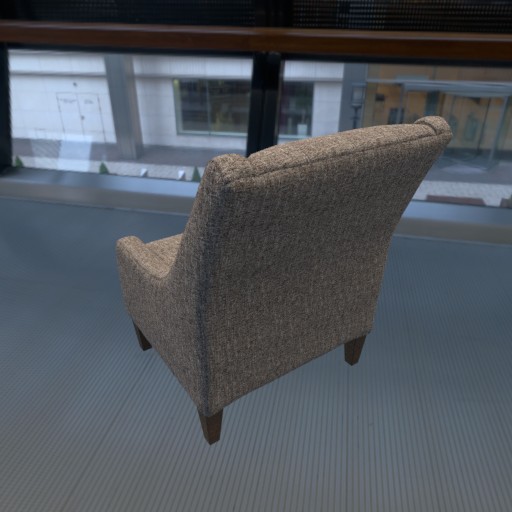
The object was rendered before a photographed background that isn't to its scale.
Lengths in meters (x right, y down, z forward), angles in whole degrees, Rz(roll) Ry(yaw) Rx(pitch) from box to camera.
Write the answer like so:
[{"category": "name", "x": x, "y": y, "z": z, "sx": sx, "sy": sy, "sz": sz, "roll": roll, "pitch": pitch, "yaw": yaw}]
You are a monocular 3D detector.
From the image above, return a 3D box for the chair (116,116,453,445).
[{"category": "chair", "x": 0.000, "y": 0.000, "z": 1.580, "sx": 0.774, "sy": 1.014, "sz": 0.870, "roll": -19, "pitch": 34, "yaw": -30}]
